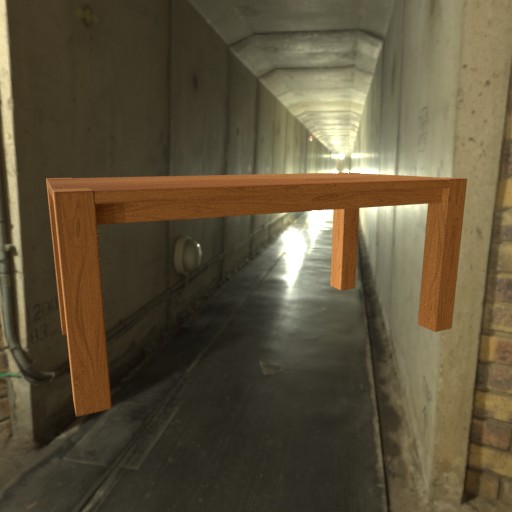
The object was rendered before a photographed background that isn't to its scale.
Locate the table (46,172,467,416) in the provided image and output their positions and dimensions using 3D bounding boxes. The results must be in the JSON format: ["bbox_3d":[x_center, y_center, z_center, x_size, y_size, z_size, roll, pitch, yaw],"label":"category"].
[{"bbox_3d":[0.000,0.000,2.202,1.800,0.760,0.900,-6,14,-25],"label":"table"}]
